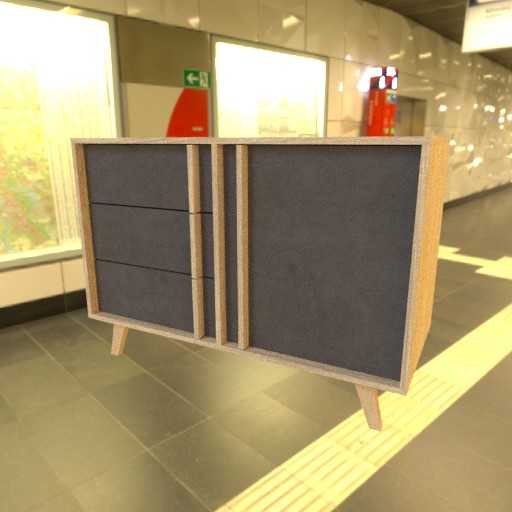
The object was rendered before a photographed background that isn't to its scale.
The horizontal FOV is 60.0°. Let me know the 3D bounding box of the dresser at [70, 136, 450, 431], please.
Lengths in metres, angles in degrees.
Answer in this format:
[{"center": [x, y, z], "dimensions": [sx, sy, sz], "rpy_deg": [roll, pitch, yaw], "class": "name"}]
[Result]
[{"center": [0.000, 0.000, 1.515], "dimensions": [1.110, 0.780, 0.500], "rpy_deg": [7, 16, 26], "class": "dresser"}]
